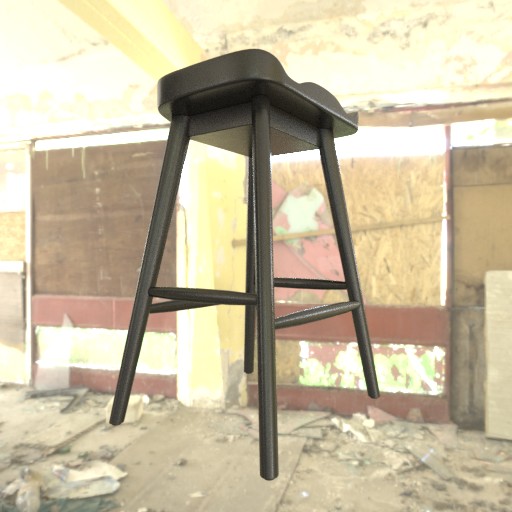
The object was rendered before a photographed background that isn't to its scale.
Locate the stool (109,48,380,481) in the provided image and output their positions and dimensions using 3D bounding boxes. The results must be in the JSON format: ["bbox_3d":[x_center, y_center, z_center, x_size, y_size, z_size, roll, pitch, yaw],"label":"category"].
[{"bbox_3d":[0.000,0.000,0.882,0.361,0.615,0.440,1,1,35],"label":"stool"}]
